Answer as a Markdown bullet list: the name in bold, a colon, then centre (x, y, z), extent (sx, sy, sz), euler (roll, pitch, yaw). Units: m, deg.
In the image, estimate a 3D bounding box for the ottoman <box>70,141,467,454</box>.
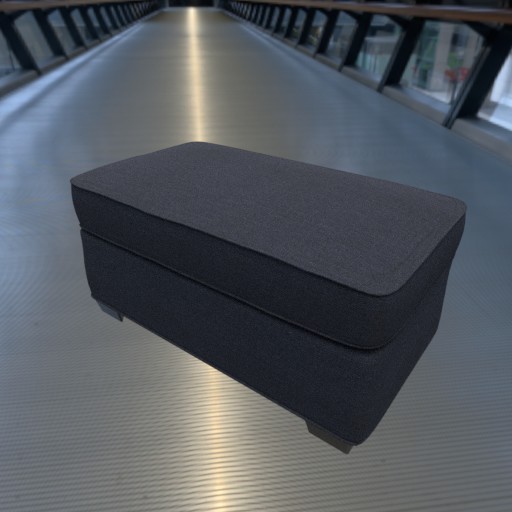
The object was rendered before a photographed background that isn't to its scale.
- **ottoman**: centre (0.000, 0.000, 1.169), extent (0.895, 0.453, 0.505), euler (20, 35, 32)
